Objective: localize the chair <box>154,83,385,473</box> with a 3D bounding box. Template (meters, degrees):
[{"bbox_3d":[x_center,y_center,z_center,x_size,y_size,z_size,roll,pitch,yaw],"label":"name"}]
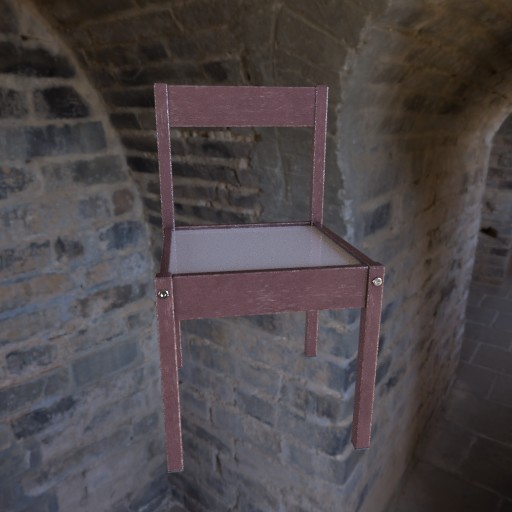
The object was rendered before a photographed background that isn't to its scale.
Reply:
[{"bbox_3d":[0.000,0.000,0.671,0.285,0.505,0.285,-3,17,-9],"label":"chair"}]
